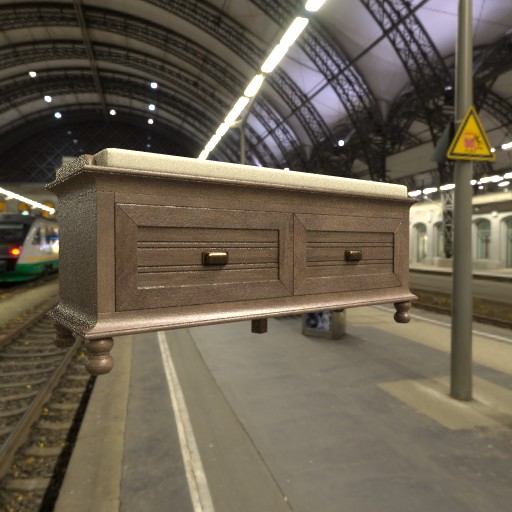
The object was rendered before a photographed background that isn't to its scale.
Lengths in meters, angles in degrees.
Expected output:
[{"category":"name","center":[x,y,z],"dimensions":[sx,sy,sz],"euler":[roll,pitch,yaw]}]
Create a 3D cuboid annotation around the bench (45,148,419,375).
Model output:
[{"category":"bench","center":[0.000,0.000,1.442],"dimensions":[1.185,0.501,0.402],"euler":[-1,2,-36]}]
